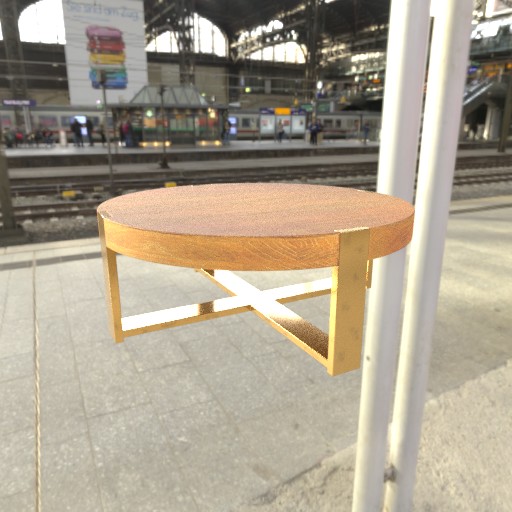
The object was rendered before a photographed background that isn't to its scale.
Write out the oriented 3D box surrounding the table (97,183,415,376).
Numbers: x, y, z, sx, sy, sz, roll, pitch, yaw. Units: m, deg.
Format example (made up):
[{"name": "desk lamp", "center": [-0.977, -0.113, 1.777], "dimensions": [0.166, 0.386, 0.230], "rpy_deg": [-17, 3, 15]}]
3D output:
[{"name": "table", "center": [0.000, 0.000, 1.686], "dimensions": [1.100, 0.420, 1.100], "rpy_deg": [0, 16, 0]}]
